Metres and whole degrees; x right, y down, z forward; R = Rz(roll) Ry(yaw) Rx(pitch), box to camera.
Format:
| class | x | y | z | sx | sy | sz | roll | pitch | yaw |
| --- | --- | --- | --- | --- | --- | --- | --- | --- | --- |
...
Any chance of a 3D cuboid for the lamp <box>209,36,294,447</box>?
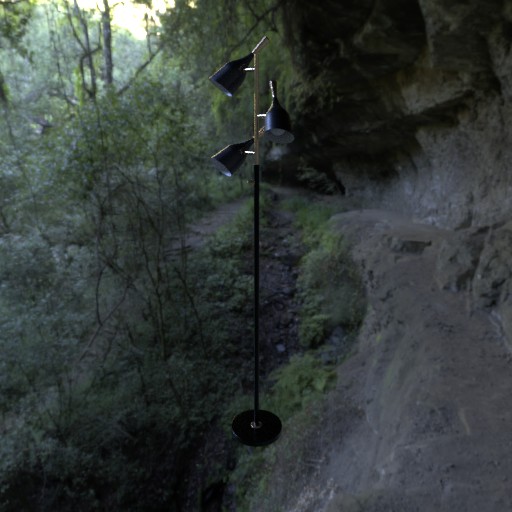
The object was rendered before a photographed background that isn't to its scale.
| class | x | y | z | sx | sy | sz | roll | pitch | yaw |
| --- | --- | --- | --- | --- | --- | --- | --- | --- | --- |
| lamp | 0.000 | 0.000 | 1.943 | 0.434 | 1.778 | 0.253 | 15 | 22 | 42 |
